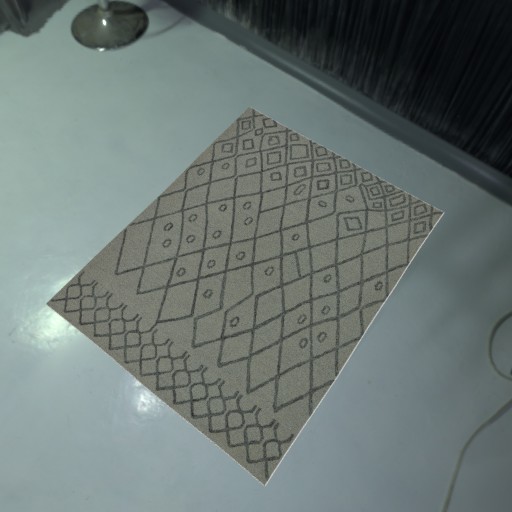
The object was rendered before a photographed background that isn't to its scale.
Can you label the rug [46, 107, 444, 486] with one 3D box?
[{"bbox_3d":[0.000,0.000,4.213,2.446,0.015,3.046,33,67,16],"label":"rug"}]
